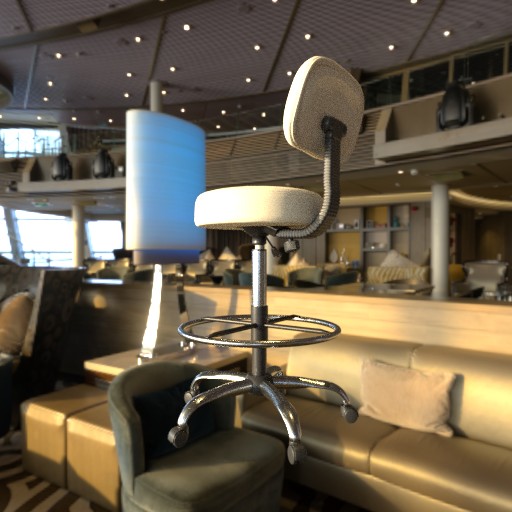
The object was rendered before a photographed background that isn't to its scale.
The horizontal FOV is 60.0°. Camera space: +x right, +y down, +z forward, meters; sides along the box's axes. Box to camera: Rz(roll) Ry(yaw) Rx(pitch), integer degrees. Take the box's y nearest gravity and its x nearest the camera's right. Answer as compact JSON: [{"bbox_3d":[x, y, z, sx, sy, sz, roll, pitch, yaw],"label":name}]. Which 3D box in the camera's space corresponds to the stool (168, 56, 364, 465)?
[{"bbox_3d":[0.000,0.000,1.442,0.616,1.080,0.609,0,1,35],"label":"stool"}]
